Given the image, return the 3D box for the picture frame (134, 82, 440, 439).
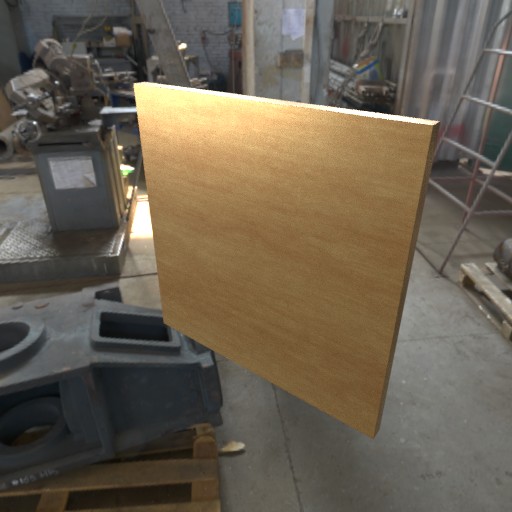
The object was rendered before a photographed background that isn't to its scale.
[{"bbox_3d":[0.000,0.000,1.122,0.758,0.761,0.037,21,35,32],"label":"picture frame"}]
